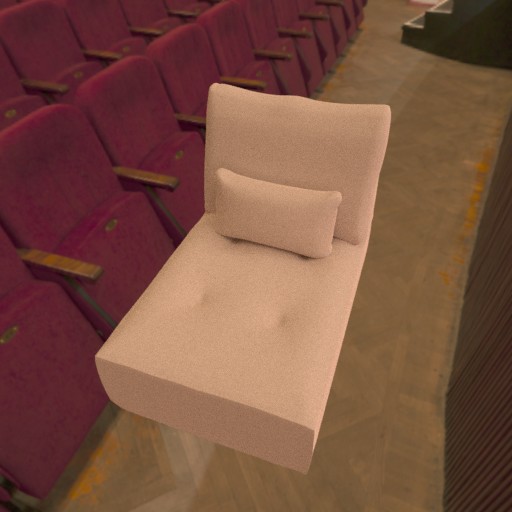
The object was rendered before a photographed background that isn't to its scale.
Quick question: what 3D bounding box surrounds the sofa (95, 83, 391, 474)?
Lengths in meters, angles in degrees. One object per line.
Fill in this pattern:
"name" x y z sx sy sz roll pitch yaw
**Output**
"sofa" 0.000 0.000 1.541 0.700 0.820 1.000 13 43 15
